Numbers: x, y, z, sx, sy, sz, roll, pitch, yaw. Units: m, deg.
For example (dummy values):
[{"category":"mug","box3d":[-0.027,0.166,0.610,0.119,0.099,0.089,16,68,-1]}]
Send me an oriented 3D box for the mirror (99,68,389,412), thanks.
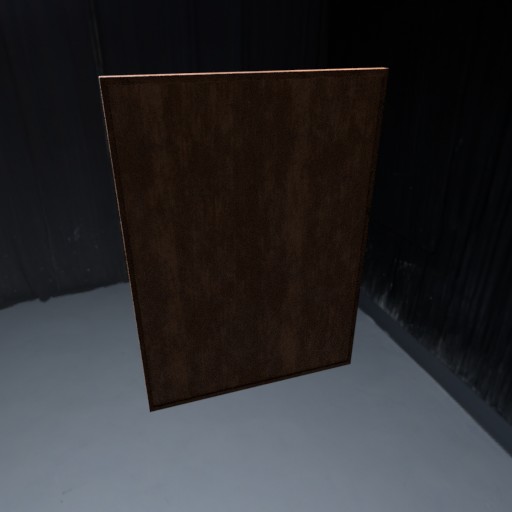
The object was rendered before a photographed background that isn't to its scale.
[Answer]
[{"category":"mirror","box3d":[0.000,0.000,1.427,0.796,1.099,0.028,-9,29,-16]}]
